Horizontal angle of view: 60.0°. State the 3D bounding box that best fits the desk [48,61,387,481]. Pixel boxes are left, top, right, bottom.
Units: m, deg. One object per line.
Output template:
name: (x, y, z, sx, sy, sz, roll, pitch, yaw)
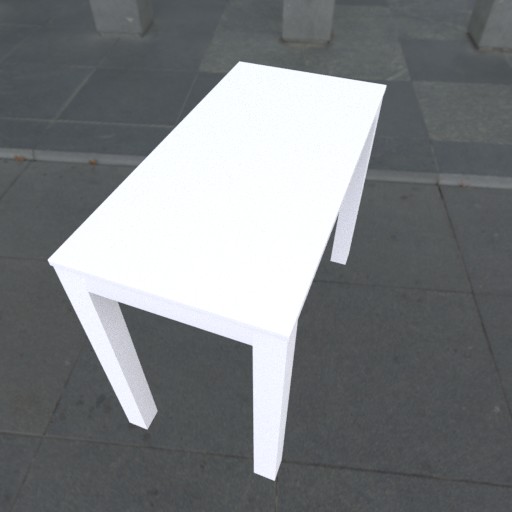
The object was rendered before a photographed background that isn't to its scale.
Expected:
desk: (0.000, 0.000, 1.402, 0.497, 0.762, 0.990, 15, 48, 14)
